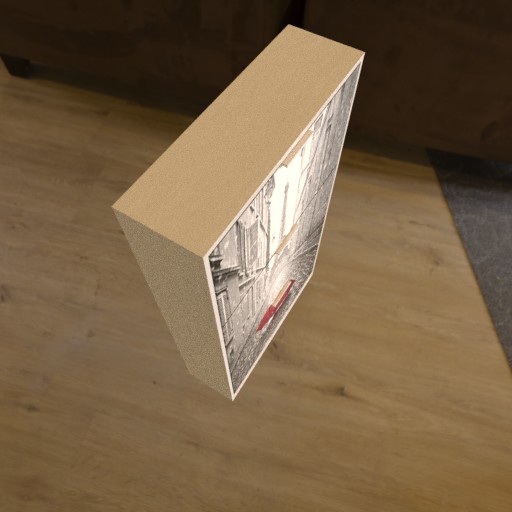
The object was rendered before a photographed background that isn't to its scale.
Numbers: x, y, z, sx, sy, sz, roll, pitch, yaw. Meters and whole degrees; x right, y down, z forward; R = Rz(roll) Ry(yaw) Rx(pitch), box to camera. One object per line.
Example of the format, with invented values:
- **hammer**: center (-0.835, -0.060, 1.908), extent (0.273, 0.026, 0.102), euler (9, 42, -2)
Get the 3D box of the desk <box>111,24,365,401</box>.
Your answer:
- **desk**: center (0.000, 0.000, 1.611), extent (0.250, 1.280, 0.750), euler (28, 64, 15)
